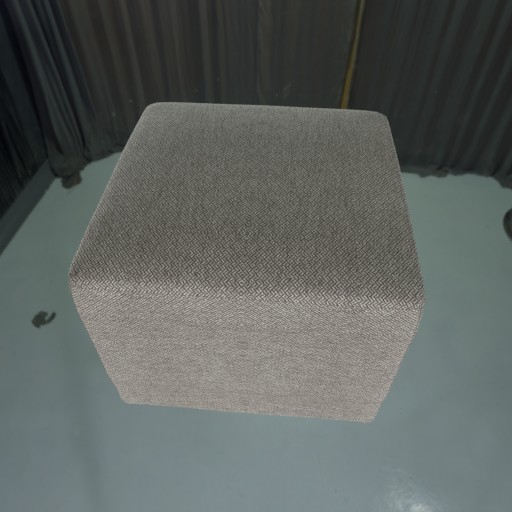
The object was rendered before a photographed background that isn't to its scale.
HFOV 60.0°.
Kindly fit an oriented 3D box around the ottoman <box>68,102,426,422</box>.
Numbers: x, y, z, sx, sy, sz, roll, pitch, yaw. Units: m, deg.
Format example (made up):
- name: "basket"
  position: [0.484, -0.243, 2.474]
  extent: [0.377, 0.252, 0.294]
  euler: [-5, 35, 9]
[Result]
- name: "ottoman"
  position: [0.000, 0.000, 0.913]
  extent: [0.519, 0.453, 0.512]
  euler: [3, 48, 3]
